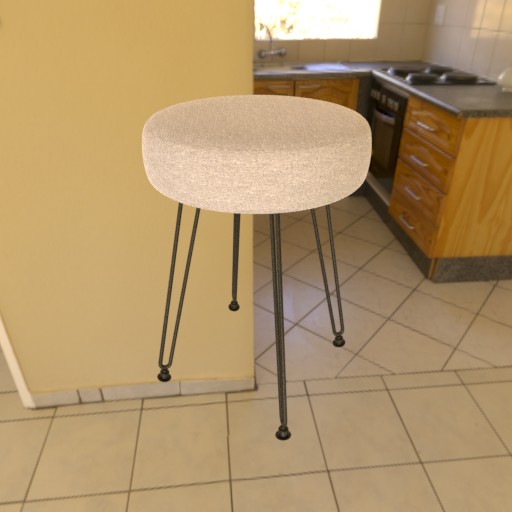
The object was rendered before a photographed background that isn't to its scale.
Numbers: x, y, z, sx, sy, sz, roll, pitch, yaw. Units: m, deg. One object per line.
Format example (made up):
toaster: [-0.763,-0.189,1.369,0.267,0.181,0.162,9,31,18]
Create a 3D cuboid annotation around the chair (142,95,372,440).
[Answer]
chair: [0.000,0.000,0.689,0.350,0.440,0.350,-8,31,-13]
